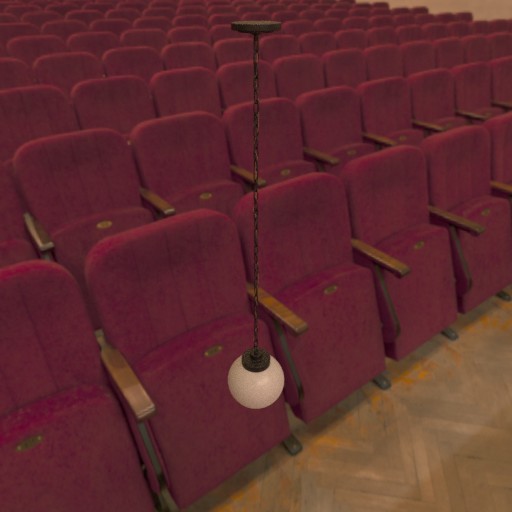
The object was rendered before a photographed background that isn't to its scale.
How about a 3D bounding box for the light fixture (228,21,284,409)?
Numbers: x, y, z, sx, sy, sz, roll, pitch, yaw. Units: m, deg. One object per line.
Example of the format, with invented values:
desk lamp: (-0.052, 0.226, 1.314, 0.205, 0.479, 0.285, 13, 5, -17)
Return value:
light fixture: (0.000, 0.000, 1.999, 0.304, 1.867, 0.305, -21, 37, -30)
